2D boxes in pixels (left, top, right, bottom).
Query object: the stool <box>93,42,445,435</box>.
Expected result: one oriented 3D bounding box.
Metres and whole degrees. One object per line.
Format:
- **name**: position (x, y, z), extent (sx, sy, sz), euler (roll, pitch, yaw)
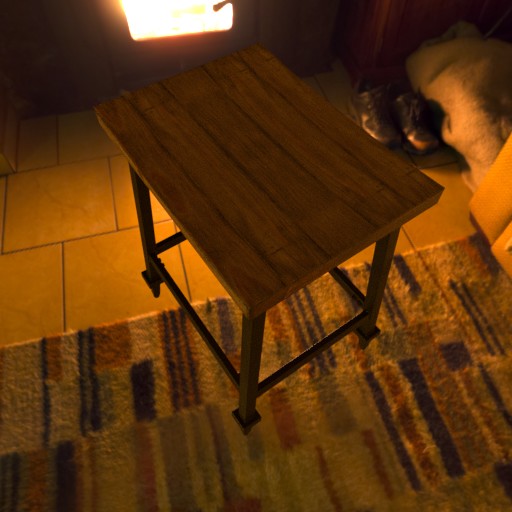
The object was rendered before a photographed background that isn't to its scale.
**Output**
- **stool**: position (0.000, 0.000, 0.957), extent (0.405, 0.625, 0.486), euler (-30, 61, -19)
